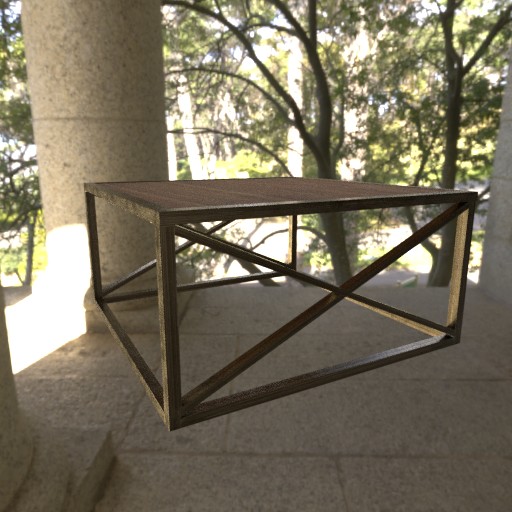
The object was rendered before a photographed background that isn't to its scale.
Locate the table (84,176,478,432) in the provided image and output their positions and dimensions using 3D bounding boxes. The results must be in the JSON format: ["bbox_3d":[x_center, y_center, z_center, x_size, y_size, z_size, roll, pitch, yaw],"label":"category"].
[{"bbox_3d":[0.000,0.000,1.449,0.899,0.451,0.909,-7,15,-28],"label":"table"}]
